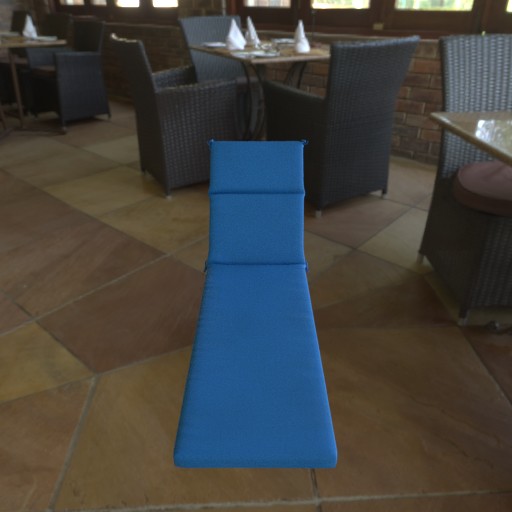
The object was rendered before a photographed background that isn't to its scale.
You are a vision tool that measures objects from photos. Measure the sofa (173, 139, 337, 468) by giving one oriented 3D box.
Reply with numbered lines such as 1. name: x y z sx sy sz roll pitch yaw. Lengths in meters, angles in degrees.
1. sofa: 0.000 0.000 1.966 0.582 0.622 1.663 0 30 0
